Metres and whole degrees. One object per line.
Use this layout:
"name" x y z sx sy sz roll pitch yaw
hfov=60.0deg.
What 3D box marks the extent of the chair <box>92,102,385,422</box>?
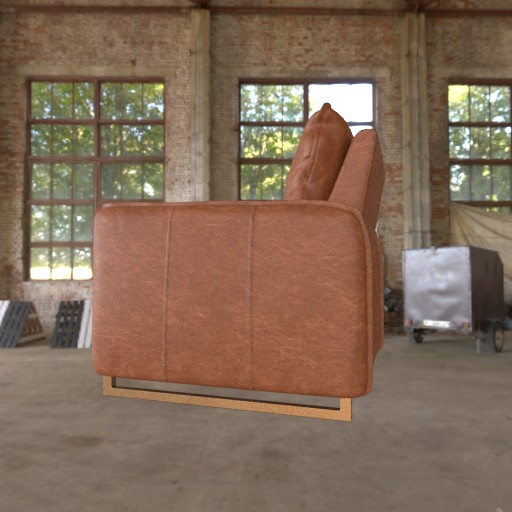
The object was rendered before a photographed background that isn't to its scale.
"chair" 0.000 0.000 1.666 0.922 0.922 0.830 -1 -2 18
